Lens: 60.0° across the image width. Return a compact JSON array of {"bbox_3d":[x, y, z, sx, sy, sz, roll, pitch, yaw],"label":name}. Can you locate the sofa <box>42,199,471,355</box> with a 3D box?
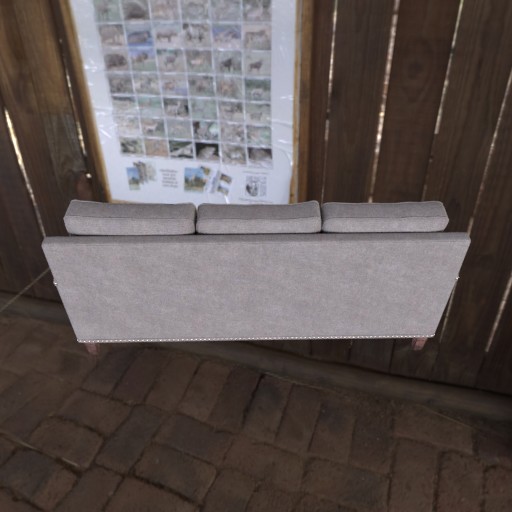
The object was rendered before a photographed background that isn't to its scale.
[{"bbox_3d":[0.000,0.000,2.886,2.226,1.042,1.034,-1,30,-1],"label":"sofa"}]
